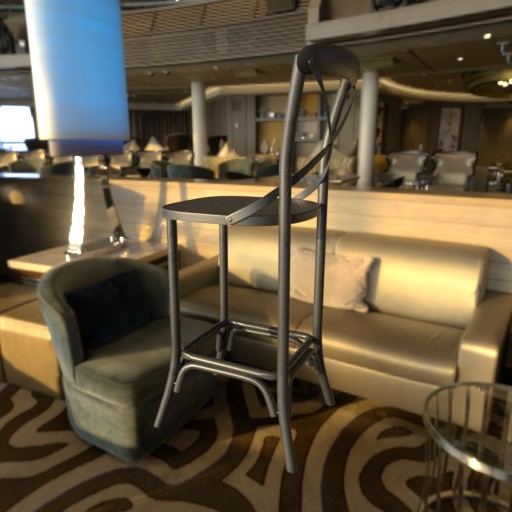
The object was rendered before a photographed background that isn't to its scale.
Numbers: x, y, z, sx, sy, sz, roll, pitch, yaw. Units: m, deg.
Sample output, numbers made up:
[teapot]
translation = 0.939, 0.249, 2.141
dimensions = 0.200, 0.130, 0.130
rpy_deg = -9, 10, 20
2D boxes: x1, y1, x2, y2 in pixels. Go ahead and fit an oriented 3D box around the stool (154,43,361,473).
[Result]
[stool]
translation = 0.000, 0.000, 1.429
dimensions = 0.584, 1.168, 0.457
rpy_deg = 7, 16, 25
